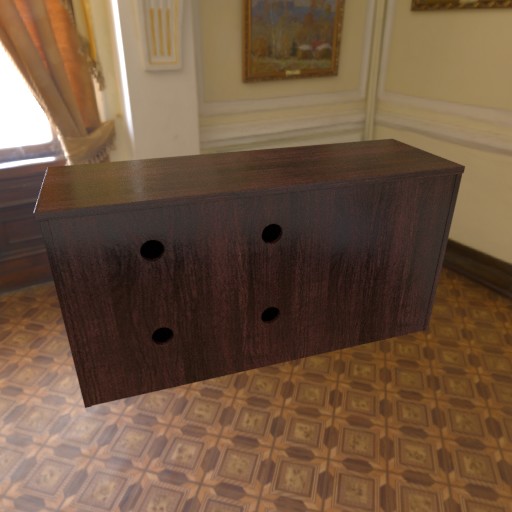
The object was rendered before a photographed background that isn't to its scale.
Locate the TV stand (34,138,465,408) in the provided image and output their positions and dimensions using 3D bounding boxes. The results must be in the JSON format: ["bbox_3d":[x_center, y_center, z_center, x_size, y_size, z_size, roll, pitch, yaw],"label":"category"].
[{"bbox_3d":[0.000,0.000,1.479,1.192,0.614,0.404,-9,29,-16],"label":"TV stand"}]
